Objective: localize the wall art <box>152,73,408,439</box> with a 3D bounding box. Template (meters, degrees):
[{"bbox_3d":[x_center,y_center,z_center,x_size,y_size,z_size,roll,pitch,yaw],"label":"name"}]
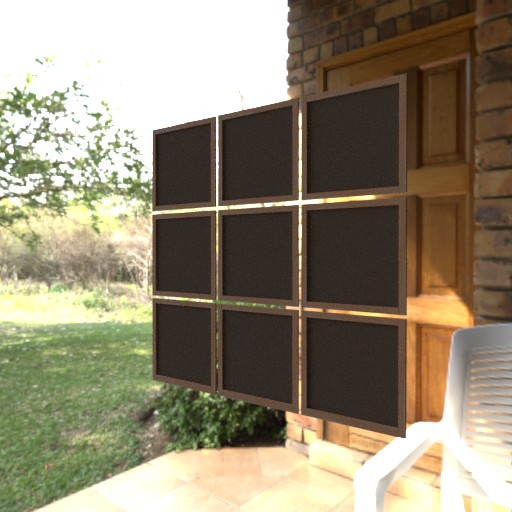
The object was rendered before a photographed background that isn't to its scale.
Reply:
[{"bbox_3d":[0.000,0.000,2.279,1.520,1.525,0.013,0,1,34],"label":"wall art"}]
